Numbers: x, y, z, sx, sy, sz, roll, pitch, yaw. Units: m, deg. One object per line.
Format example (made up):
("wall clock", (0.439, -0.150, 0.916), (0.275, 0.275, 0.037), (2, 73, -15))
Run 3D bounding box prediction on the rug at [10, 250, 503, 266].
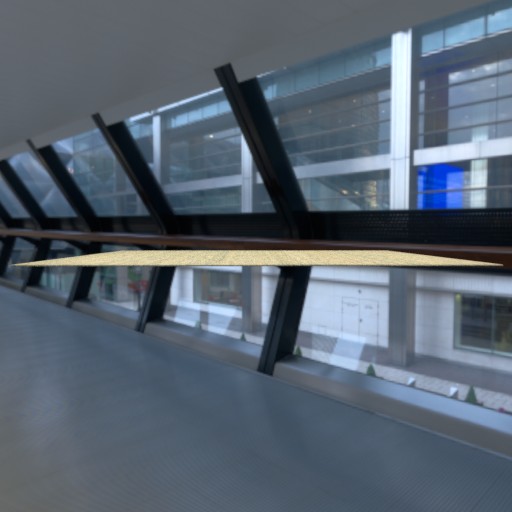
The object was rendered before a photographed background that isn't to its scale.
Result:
("rug", (0.000, 0.000, 4.091), (3.201, 0.014, 2.437), (0, 3, -1))
